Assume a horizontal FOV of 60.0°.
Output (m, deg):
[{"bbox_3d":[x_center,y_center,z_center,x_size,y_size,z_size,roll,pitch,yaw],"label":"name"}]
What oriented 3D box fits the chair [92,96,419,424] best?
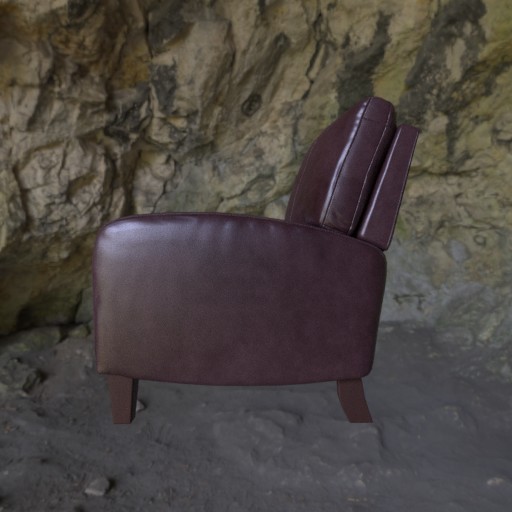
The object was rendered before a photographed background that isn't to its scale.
[{"bbox_3d":[0.000,0.000,1.643,0.990,0.990,0.762,0,2,-1],"label":"chair"}]
